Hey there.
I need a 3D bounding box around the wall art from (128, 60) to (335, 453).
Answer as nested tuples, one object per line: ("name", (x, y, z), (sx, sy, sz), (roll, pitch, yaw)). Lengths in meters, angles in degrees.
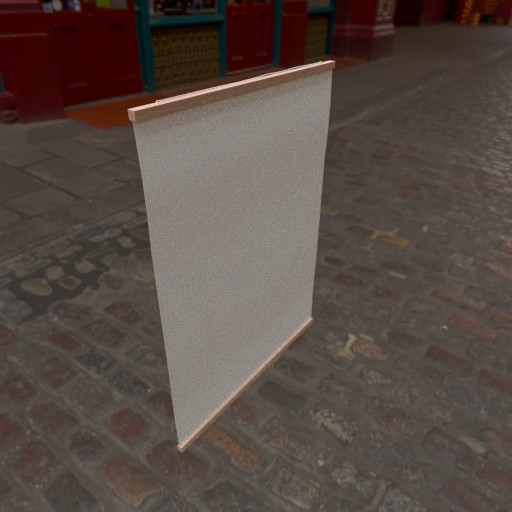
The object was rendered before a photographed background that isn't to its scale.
("wall art", (0.000, 0.000, 1.331), (0.020, 1.013, 0.758), (22, 38, 31))
